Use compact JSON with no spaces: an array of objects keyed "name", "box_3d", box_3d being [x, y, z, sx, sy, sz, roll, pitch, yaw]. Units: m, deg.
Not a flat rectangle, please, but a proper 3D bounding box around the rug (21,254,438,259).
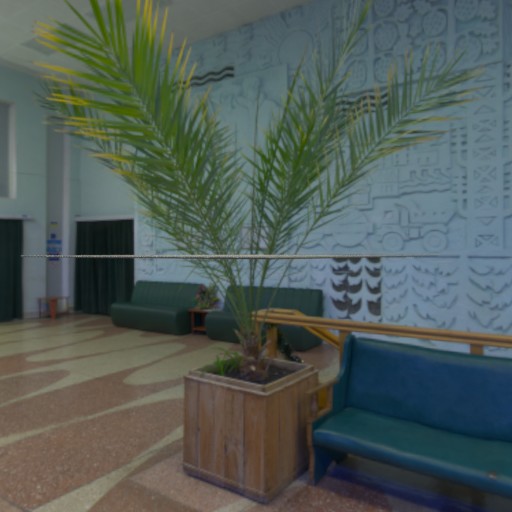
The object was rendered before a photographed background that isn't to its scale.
[{"name":"rug","box_3d":[0.000,0.000,4.054,2.434,0.013,3.057,0,0,36]}]
